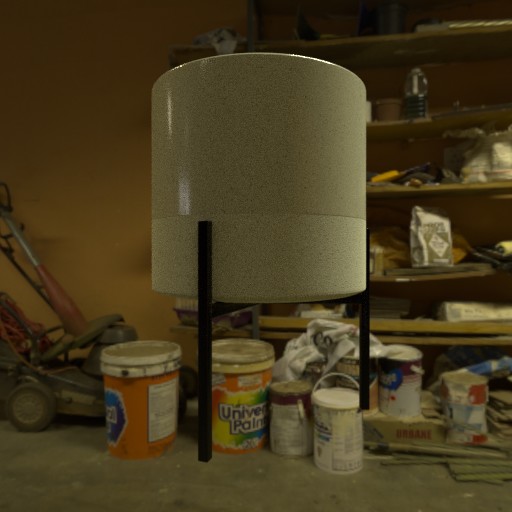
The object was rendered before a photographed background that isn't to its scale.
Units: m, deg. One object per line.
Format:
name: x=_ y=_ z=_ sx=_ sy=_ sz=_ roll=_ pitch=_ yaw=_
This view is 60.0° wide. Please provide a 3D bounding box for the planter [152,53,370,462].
planter: x=0.000 y=0.000 z=0.327 sx=0.152 sy=0.230 sz=0.159 roll=0 pitch=0 yaw=-36
